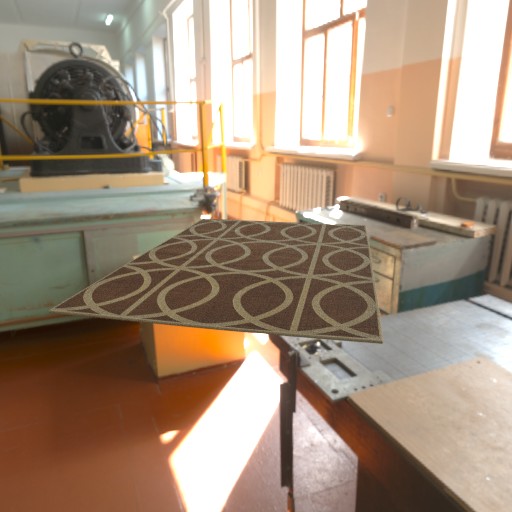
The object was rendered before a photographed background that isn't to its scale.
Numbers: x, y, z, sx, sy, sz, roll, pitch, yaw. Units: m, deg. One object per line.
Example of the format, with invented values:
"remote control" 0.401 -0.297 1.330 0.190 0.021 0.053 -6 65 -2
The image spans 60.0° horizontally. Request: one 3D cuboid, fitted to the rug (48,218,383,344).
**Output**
"rug" 0.000 0.000 2.991 1.526 0.014 2.290 3 16 11
